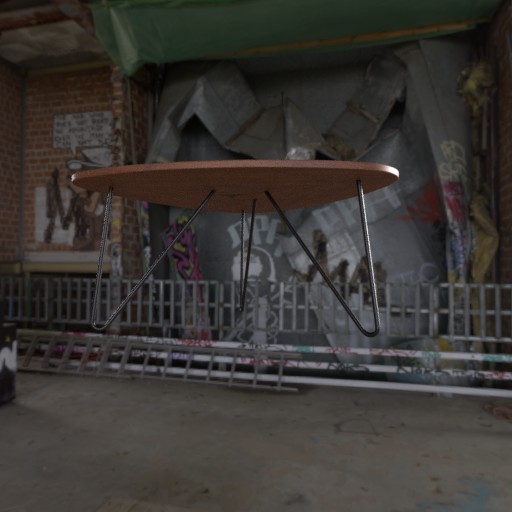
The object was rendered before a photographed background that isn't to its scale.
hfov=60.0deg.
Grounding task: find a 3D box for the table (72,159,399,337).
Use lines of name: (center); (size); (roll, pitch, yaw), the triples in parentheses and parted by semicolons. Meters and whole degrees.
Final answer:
table: (0.000, 0.000, 1.298); (0.821, 0.413, 0.833); (-1, -2, 35)
